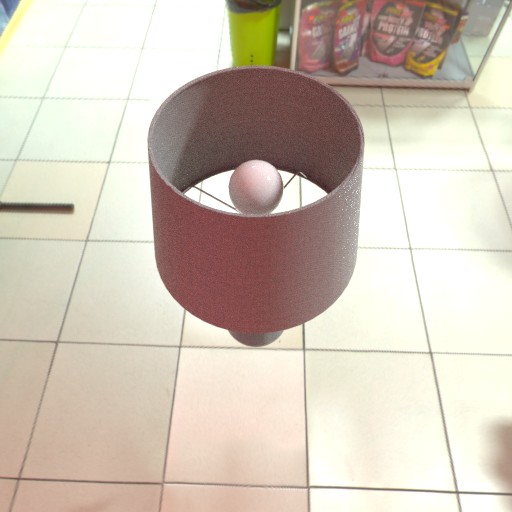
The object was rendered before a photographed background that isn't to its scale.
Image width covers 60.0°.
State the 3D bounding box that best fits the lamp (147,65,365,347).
[{"bbox_3d":[0.000,0.000,0.590,0.253,0.428,0.253,0,58,0],"label":"lamp"}]
